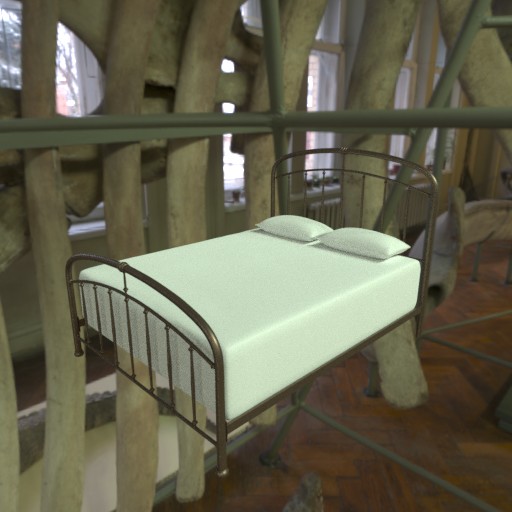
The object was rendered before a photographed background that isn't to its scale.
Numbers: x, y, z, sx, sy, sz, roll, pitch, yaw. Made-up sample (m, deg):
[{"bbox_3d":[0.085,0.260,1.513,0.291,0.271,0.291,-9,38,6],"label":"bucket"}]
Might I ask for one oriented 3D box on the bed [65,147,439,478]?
[{"bbox_3d":[0.000,0.000,3.254,2.168,1.475,1.711,-16,23,-42],"label":"bed"}]
